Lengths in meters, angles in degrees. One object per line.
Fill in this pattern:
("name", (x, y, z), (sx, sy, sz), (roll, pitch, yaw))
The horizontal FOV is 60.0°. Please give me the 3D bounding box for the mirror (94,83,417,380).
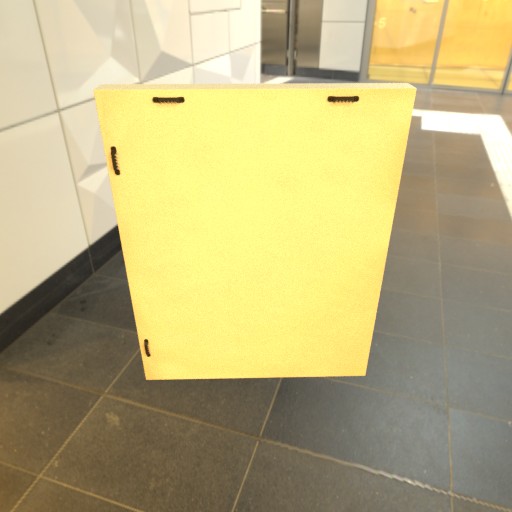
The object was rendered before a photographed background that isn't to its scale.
("mirror", (0.000, 0.000, 0.701), (0.406, 0.509, 0.041), (-1, 31, -1))
